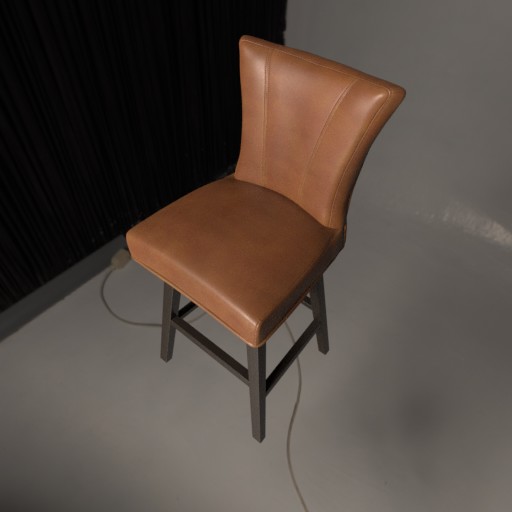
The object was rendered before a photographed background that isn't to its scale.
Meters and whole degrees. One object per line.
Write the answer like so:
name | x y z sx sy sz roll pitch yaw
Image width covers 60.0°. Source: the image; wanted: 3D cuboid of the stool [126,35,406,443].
stool | 0.000 0.000 1.407 0.522 1.094 0.585 32 54 26
